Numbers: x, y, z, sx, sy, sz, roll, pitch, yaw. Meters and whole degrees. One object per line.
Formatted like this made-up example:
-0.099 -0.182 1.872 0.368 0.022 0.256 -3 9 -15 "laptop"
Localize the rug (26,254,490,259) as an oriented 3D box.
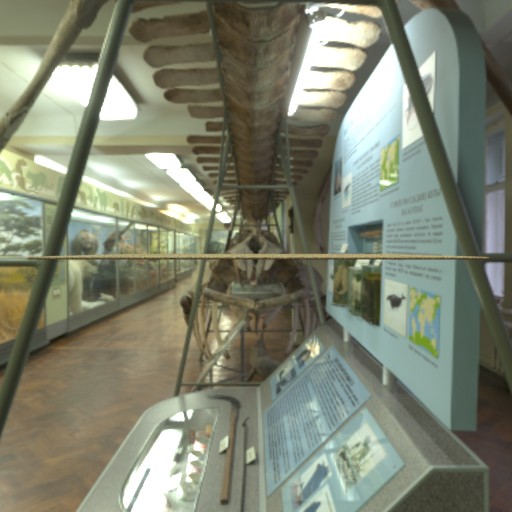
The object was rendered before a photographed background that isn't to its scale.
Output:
0.000 0.000 2.792 2.141 0.013 1.566 0 1 0 "rug"
